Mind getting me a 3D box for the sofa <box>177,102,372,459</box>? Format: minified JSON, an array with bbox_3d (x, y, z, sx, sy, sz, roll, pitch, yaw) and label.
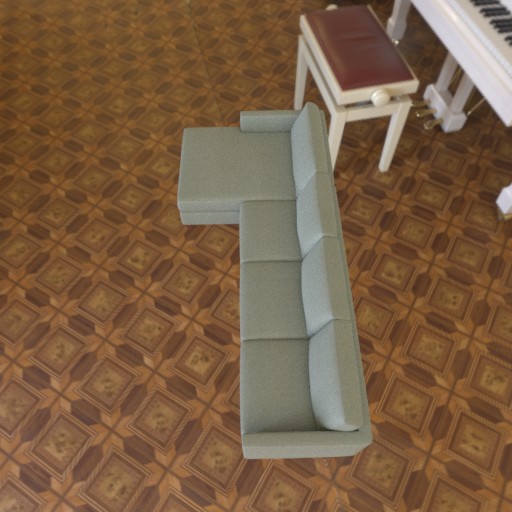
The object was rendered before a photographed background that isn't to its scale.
[{"bbox_3d":[0.000,0.000,4.213,1.600,0.953,3.470,-1,58,-1],"label":"sofa"}]
